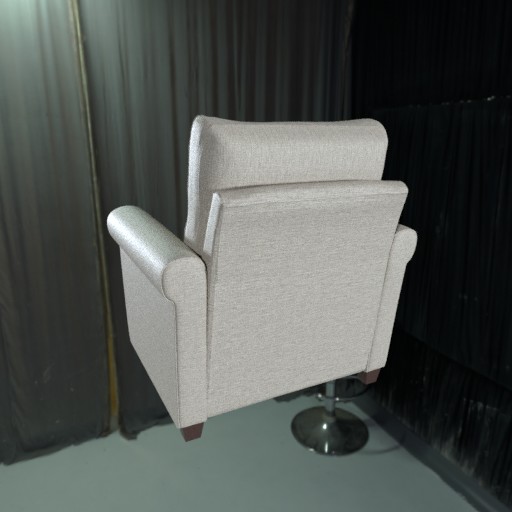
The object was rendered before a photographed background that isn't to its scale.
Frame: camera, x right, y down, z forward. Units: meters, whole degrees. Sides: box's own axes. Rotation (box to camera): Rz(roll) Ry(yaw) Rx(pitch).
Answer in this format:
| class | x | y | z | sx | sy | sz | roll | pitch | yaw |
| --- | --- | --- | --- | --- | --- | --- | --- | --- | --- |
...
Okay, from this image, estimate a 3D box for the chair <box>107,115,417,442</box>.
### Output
| class | x | y | z | sx | sy | sz | roll | pitch | yaw |
| --- | --- | --- | --- | --- | --- | --- | --- | --- | --- |
| chair | 0.000 | 0.000 | 2.288 | 1.275 | 1.349 | 1.180 | -8 | 17 | -26 |
